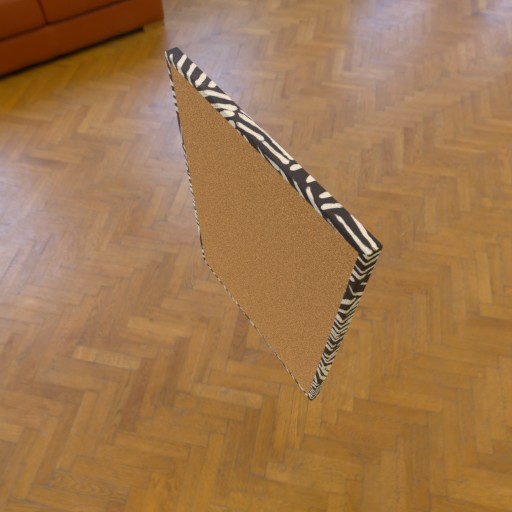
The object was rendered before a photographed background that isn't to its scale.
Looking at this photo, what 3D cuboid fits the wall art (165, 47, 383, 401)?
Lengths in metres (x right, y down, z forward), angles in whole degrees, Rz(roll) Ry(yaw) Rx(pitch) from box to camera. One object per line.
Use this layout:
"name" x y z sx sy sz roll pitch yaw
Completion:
"wall art" 0.000 0.000 1.407 0.038 1.017 0.765 -31 63 -18
